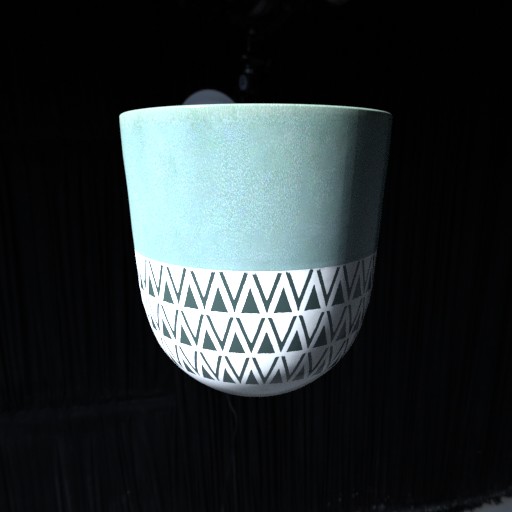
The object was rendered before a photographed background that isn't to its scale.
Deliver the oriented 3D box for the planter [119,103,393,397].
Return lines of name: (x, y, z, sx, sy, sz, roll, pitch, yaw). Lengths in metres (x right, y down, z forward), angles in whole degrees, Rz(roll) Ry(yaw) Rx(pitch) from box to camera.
planter: (0.000, 0.000, 0.359, 0.198, 0.214, 0.198, 0, 13, 0)
